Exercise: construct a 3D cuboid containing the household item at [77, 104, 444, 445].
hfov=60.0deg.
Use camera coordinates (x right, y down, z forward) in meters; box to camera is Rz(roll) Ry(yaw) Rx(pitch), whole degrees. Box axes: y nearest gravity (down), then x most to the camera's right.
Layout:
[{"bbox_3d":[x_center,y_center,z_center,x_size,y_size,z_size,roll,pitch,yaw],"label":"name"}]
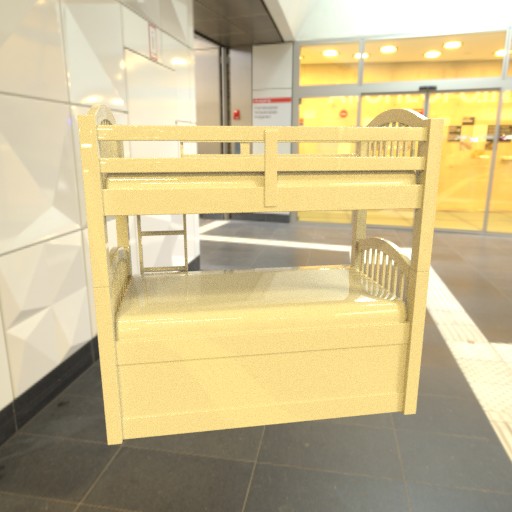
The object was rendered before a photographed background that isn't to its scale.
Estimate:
[{"bbox_3d":[0.000,0.000,3.180,2.032,2.032,1.143,-2,14,-9],"label":"household item"}]
